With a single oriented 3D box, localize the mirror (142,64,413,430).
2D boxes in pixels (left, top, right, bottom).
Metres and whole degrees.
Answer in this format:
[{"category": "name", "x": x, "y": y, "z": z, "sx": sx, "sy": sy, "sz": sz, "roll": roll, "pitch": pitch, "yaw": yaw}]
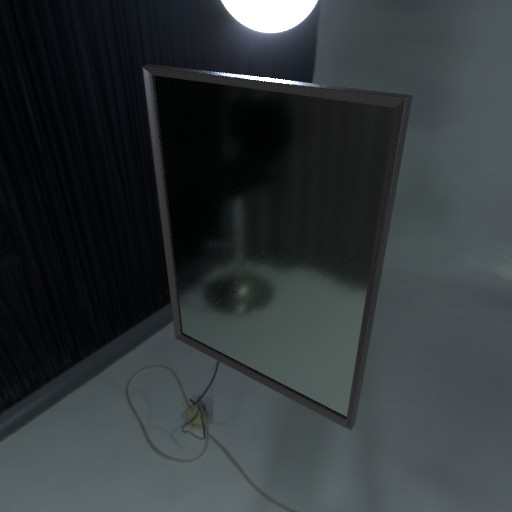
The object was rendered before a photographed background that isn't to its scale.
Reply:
[{"category": "mirror", "x": 0.000, "y": 0.000, "z": 1.346, "sx": 0.762, "sy": 1.016, "sz": 0.041, "roll": 20, "pitch": 36, "yaw": 29}]
